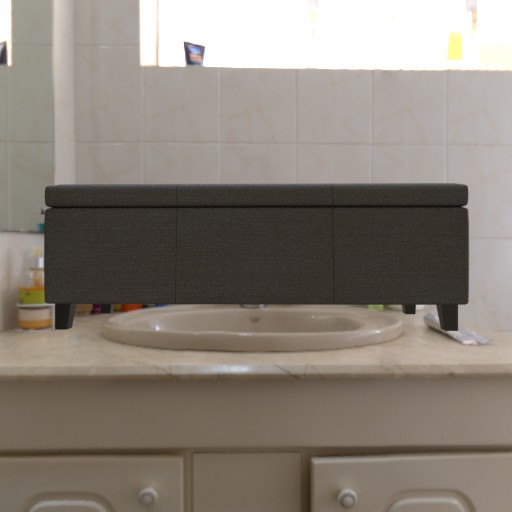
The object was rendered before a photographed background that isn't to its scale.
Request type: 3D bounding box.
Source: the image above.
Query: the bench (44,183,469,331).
[{"bbox_3d":[0.000,0.000,1.508,1.269,0.438,0.446,0,0,1],"label":"bench"}]
